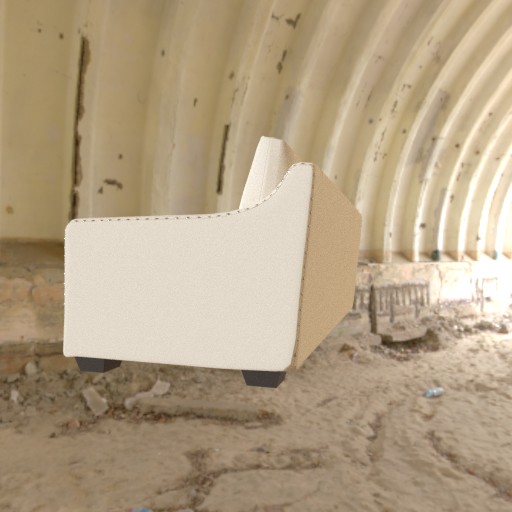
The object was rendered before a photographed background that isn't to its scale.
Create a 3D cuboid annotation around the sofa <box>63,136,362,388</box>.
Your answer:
[{"bbox_3d":[0.000,0.000,2.319,0.949,0.830,1.812,0,0,18],"label":"sofa"}]
